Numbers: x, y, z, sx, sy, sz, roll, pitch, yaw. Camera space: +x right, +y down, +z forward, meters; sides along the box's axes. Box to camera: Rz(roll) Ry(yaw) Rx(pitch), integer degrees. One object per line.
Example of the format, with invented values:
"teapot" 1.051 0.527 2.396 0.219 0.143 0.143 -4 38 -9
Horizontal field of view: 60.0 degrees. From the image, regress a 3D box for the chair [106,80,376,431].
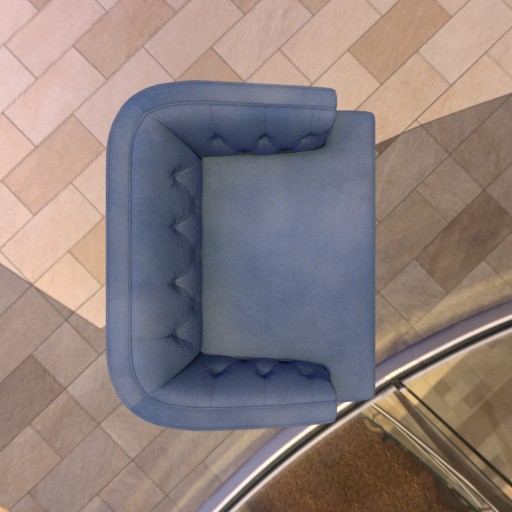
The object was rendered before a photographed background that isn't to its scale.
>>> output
"chair" 0.000 0.000 1.730 0.914 0.787 1.118 0 90 0
